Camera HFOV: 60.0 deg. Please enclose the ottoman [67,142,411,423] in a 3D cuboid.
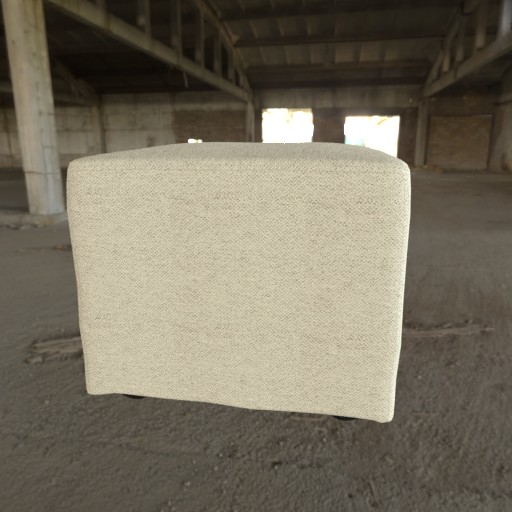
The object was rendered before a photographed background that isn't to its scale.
[{"bbox_3d":[0.000,0.000,0.909,0.521,0.453,0.512,2,14,10],"label":"ottoman"}]
